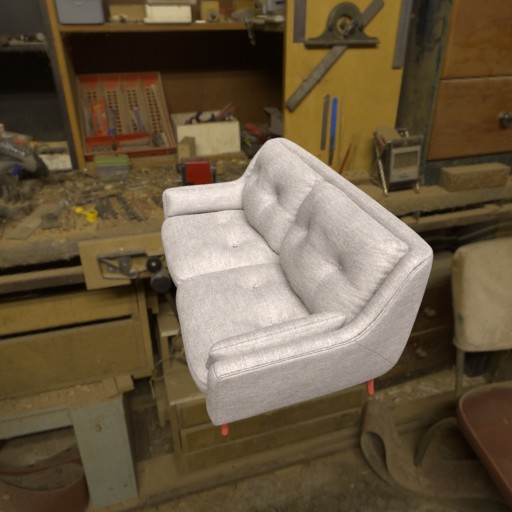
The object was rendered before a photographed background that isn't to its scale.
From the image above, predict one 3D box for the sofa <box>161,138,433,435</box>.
[{"bbox_3d":[0.000,0.000,2.515,0.976,0.897,1.930,-8,30,-14],"label":"sofa"}]
